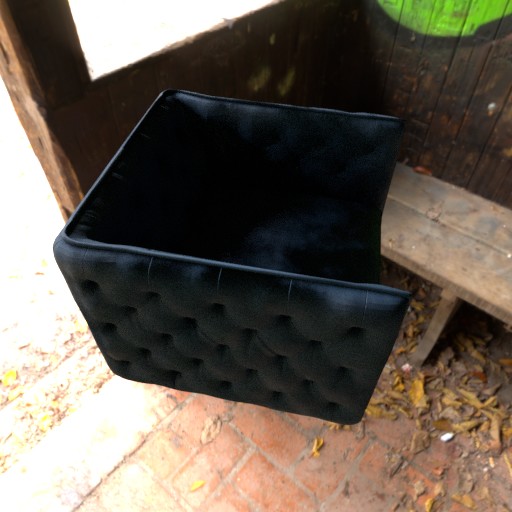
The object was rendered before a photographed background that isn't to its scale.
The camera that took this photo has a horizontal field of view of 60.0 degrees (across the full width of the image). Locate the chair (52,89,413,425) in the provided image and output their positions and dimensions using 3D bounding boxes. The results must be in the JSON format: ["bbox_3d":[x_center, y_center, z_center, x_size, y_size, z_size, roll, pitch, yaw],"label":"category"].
[{"bbox_3d":[0.000,0.000,1.546,0.877,0.771,0.868,9,48,8],"label":"chair"}]
